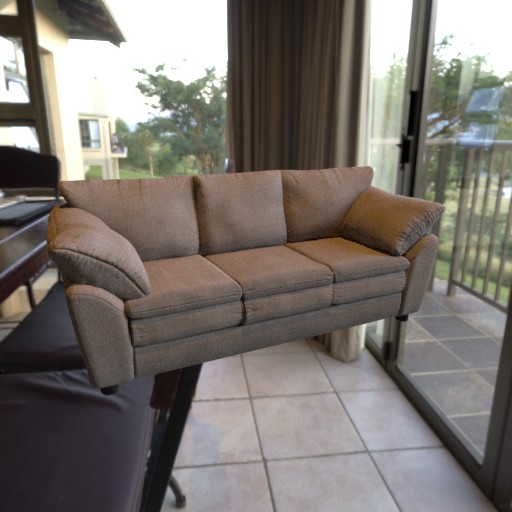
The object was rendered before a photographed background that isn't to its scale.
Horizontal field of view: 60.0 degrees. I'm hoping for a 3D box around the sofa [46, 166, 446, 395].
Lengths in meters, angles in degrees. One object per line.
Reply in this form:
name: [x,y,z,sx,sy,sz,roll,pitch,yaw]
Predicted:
sofa: [0.000,0.000,2.765,2.334,0.996,0.878,-8,18,-25]
